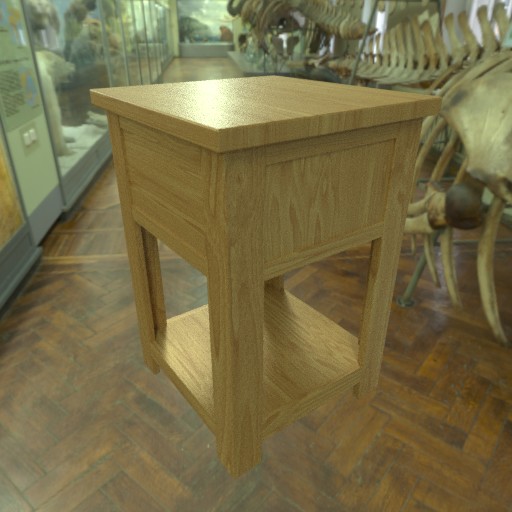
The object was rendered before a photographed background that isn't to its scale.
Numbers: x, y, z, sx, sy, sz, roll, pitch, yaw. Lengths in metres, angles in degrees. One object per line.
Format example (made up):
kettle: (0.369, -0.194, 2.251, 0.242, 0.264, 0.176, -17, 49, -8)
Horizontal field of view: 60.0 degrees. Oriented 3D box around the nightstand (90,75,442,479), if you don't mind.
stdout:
nightstand: (0.000, 0.000, 0.881, 0.418, 0.614, 0.428, -19, 33, -32)
